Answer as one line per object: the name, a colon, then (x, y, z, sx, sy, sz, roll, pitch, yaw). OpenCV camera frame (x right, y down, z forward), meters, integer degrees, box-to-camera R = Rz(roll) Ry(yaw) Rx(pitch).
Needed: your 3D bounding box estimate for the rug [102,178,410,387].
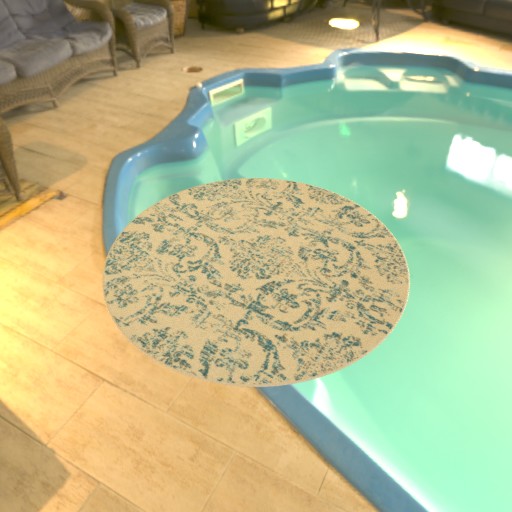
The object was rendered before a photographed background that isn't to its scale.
rug: (0.000, 0.000, 2.371, 1.593, 0.012, 1.593, 0, 41, 0)
